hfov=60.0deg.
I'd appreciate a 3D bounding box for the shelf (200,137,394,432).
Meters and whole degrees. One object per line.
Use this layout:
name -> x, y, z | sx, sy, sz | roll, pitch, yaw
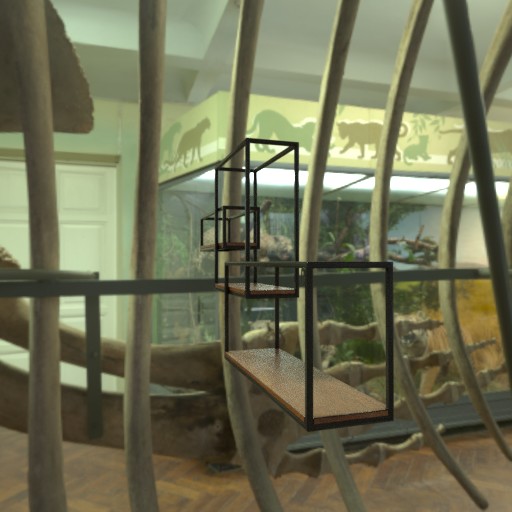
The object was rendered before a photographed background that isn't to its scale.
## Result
shelf -> 0.000, 0.000, 2.090 | 0.275, 0.972, 1.781 | 0, -1, -18
